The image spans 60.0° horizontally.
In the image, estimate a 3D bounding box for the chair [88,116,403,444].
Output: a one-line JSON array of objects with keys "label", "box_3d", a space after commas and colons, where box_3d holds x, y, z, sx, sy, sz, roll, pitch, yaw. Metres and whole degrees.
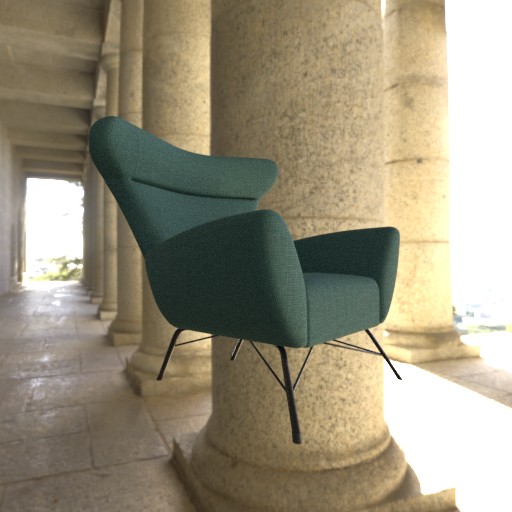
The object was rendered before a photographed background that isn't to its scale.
[{"label": "chair", "box_3d": [0.000, 0.000, 1.737, 0.900, 0.980, 1.050, 0, 0, 38]}]
